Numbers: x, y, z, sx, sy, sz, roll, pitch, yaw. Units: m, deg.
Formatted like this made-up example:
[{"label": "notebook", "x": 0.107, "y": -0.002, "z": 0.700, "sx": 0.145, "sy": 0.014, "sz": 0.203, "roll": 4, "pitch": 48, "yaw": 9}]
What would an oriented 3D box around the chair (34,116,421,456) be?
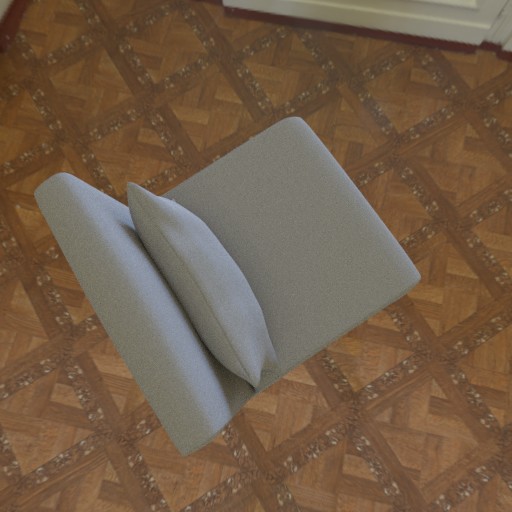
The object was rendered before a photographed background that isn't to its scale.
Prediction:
[{"label": "chair", "x": 0.000, "y": 0.000, "z": 1.484, "sx": 0.902, "sy": 0.808, "sz": 0.770, "roll": -32, "pitch": 78, "yaw": -8}]
